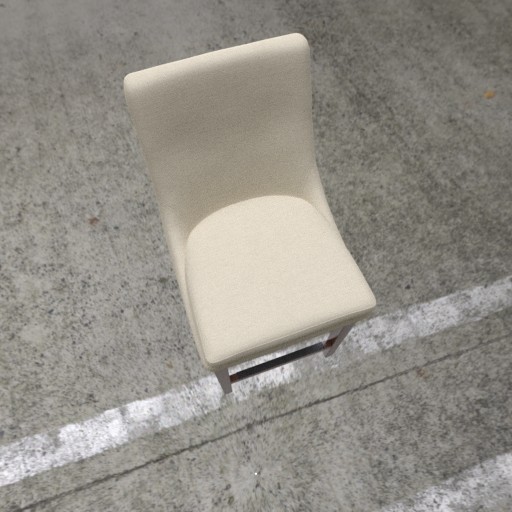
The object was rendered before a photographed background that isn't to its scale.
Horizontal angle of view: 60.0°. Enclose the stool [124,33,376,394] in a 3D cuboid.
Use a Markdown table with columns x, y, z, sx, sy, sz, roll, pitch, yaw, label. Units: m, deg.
| x | y | z | sx | sy | sz | roll | pitch | yaw | label |
| --- | --- | --- | --- | --- | --- | --- | --- | --- | --- |
| 0.000 | 0.000 | 1.280 | 0.470 | 0.981 | 0.577 | -18 | 65 | -9 | stool |
